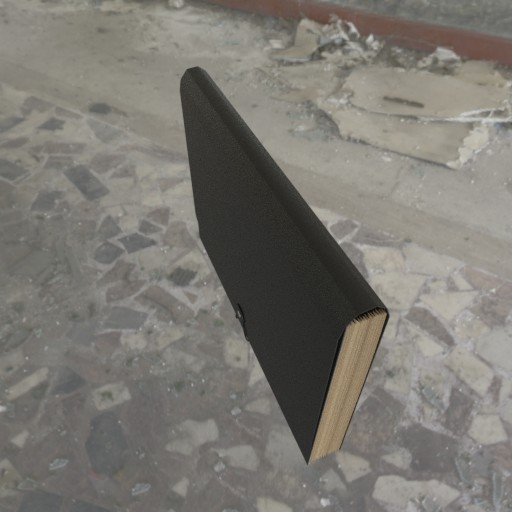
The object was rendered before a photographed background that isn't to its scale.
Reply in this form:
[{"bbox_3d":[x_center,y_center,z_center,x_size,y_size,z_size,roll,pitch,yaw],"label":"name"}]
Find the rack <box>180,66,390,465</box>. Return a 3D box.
[{"bbox_3d":[0.000,0.000,0.439,0.041,0.241,0.330,-17,49,-15],"label":"rack"}]
